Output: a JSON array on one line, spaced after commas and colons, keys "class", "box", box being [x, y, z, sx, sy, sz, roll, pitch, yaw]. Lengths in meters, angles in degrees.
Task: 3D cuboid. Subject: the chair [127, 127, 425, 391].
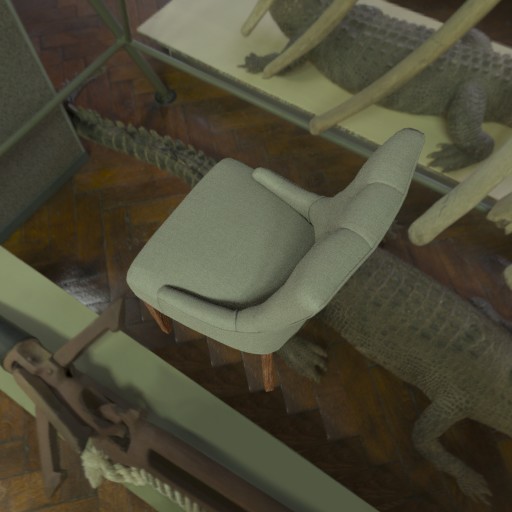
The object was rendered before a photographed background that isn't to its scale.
[{"class": "chair", "box": [0.000, 0.000, 1.217, 0.565, 0.874, 0.509, 29, 66, 14]}]
